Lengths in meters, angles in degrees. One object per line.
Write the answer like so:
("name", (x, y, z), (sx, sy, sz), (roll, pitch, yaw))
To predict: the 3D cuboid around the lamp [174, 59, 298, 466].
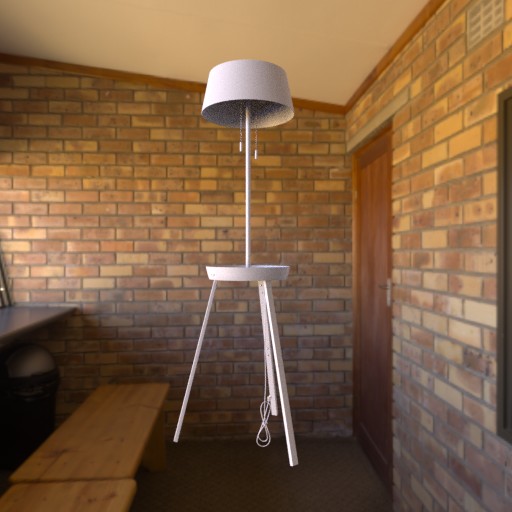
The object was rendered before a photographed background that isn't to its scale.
("lamp", (0.000, 0.000, 1.697), (0.508, 1.429, 0.468), (0, 0, -36))
